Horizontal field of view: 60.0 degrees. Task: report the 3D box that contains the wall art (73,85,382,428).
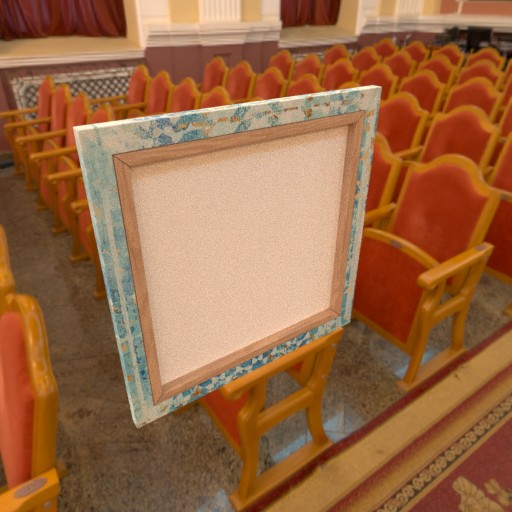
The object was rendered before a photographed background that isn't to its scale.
[{"bbox_3d":[0.000,0.000,1.378,0.916,0.916,0.040,-19,35,-29],"label":"wall art"}]
